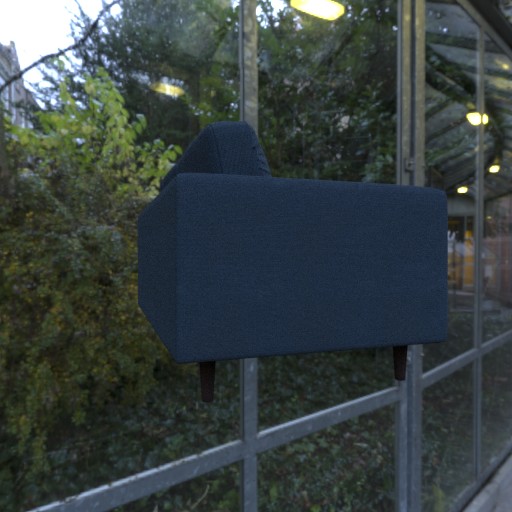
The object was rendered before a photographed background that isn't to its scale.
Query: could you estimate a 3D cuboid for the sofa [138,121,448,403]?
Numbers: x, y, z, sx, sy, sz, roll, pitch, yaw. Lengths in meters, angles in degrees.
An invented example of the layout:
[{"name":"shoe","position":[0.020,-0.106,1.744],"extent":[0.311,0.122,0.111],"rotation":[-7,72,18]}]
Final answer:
[{"name":"sofa","position":[0.000,0.000,2.134],"extent":[0.999,0.930,1.518],"rotation":[0,1,-19]}]
